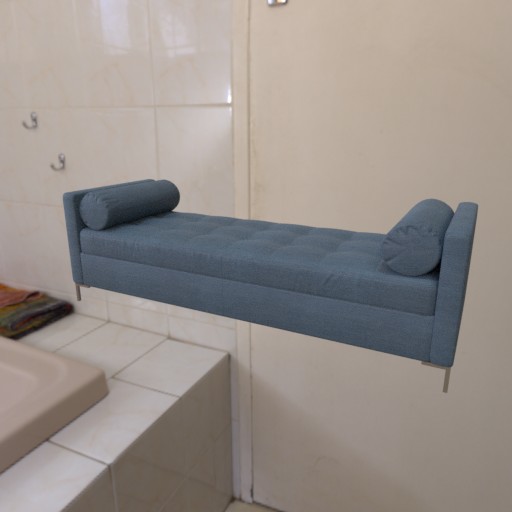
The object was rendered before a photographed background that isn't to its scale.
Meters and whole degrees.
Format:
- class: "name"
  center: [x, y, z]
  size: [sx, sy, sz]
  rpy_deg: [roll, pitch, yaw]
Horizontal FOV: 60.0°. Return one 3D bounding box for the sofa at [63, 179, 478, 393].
- class: "sofa"
  center: [0.000, 0.000, 2.292]
  size: [1.981, 0.635, 0.686]
  rpy_deg: [9, 19, 26]
